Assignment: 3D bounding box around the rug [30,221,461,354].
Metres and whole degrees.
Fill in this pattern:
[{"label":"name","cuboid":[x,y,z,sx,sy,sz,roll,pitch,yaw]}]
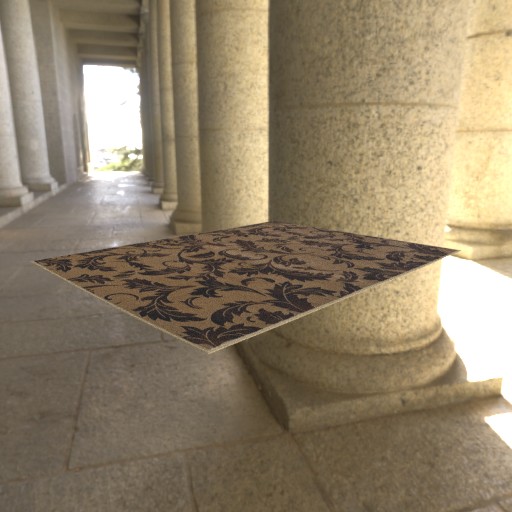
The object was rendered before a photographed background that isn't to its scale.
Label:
[{"label":"rug","cuboid":[0.000,0.000,3.866,2.977,0.008,2.380,-13,19,-43]}]
